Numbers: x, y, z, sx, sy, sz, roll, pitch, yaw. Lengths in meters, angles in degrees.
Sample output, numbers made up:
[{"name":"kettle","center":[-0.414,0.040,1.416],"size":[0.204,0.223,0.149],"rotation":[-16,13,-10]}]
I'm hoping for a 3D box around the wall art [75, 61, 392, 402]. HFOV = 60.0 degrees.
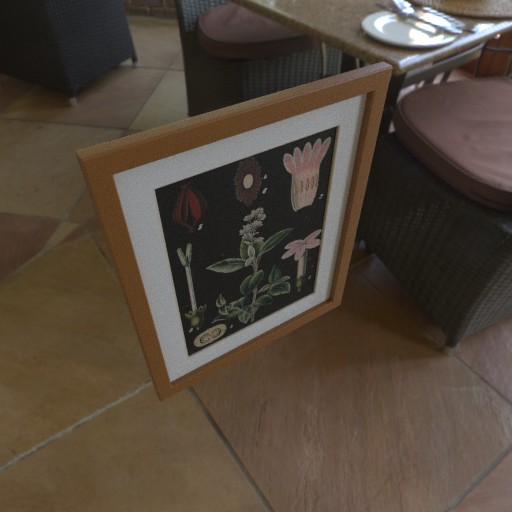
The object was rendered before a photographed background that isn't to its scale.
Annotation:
[{"name":"wall art","center":[0.000,0.000,0.752],"size":[0.449,0.550,0.021],"rotation":[-24,50,-22]}]
